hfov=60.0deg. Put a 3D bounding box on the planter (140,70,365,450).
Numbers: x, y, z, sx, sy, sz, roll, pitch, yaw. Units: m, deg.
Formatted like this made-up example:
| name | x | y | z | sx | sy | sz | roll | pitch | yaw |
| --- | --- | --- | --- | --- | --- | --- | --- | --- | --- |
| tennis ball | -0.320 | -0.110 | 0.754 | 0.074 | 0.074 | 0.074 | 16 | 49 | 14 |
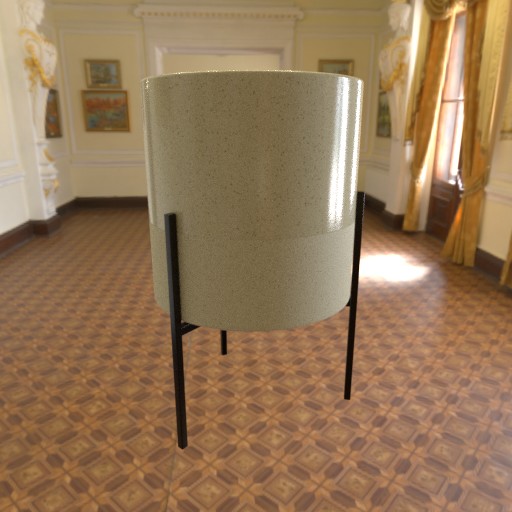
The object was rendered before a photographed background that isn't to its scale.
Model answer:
| name | x | y | z | sx | sy | sz | roll | pitch | yaw |
| --- | --- | --- | --- | --- | --- | --- | --- | --- | --- |
| planter | 0.000 | 0.000 | 0.531 | 0.243 | 0.390 | 0.234 | 3 | 17 | 8 |
